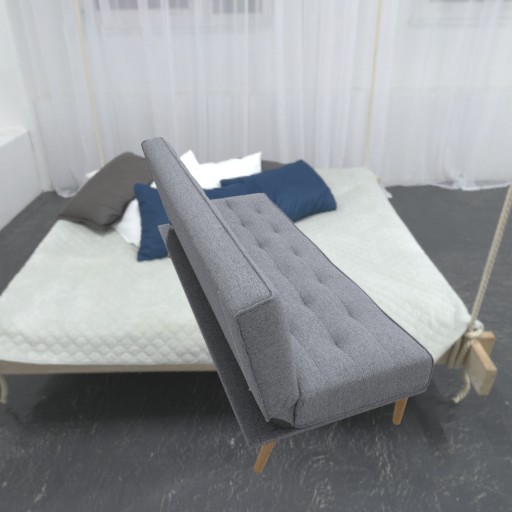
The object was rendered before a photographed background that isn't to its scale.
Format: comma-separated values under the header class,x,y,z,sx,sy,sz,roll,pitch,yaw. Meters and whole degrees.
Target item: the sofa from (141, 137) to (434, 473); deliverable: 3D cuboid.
class,x,y,z,sx,sy,sz,roll,pitch,yaw
sofa,0.000,0.000,2.266,0.810,0.830,1.820,-11,32,-18
